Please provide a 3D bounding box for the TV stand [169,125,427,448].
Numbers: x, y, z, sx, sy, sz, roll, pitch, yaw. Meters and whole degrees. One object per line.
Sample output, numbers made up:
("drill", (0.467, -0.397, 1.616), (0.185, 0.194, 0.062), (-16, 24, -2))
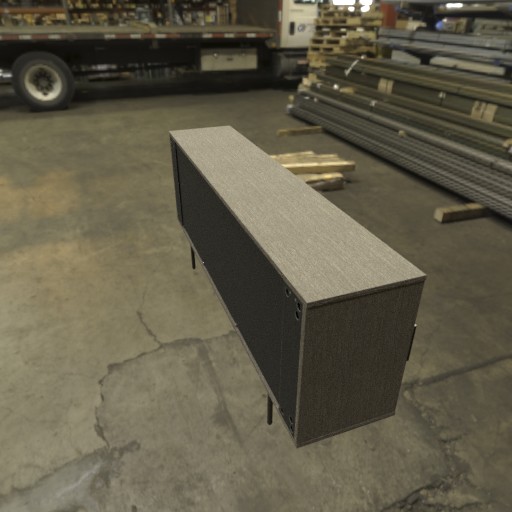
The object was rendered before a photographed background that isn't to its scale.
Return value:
("TV stand", (0.000, 0.000, 2.114), (0.405, 0.787, 1.804), (-11, 32, -18))
